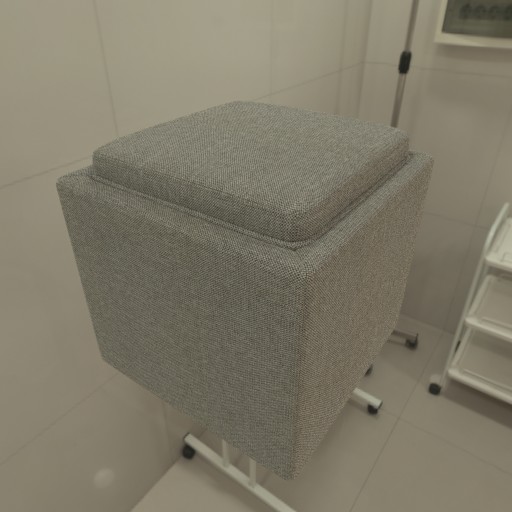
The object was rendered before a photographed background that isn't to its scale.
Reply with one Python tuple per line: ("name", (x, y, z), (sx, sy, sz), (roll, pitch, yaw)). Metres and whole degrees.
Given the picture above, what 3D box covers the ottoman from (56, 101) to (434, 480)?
("ottoman", (0.000, 0.000, 0.810), (0.450, 0.460, 0.450), (21, 38, 29))
